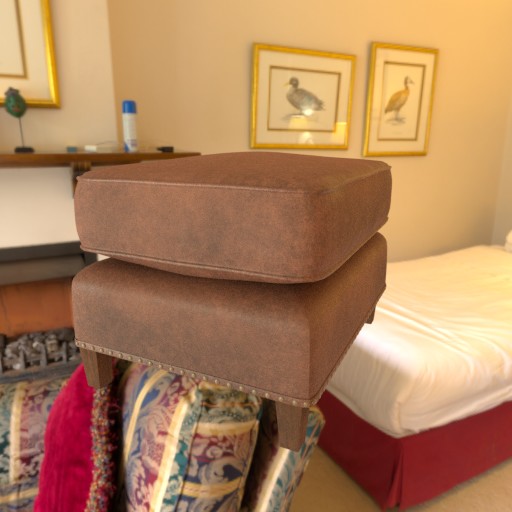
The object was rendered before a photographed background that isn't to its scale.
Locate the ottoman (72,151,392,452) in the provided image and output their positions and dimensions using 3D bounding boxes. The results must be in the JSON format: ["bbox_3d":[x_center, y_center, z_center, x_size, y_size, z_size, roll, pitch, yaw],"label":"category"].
[{"bbox_3d":[0.000,0.000,1.168,0.589,0.537,0.738,7,17,25],"label":"ottoman"}]
